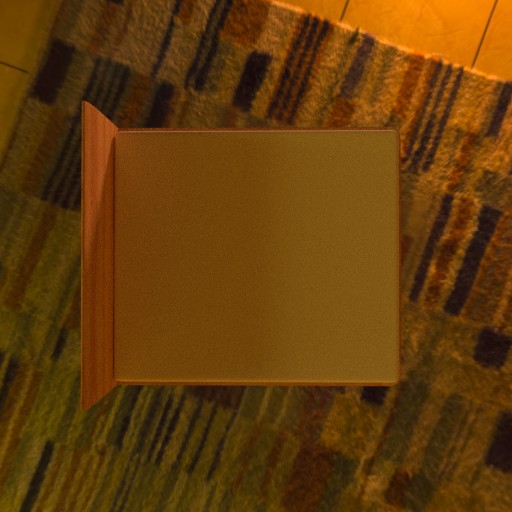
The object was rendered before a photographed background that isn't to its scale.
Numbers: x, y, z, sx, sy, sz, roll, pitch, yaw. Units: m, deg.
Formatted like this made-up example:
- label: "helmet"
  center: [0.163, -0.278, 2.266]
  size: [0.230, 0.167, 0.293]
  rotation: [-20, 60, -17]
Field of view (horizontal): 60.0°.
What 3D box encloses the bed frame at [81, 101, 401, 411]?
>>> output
- label: "bed frame"
  center: [0.000, 0.000, 3.123]
  size: [2.092, 0.940, 1.872]
  rotation: [0, 89, 1]
